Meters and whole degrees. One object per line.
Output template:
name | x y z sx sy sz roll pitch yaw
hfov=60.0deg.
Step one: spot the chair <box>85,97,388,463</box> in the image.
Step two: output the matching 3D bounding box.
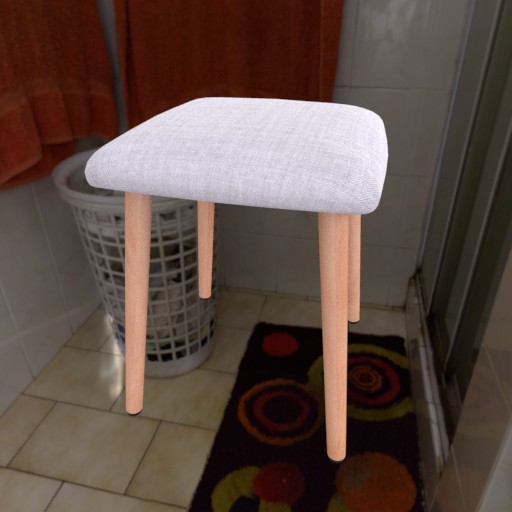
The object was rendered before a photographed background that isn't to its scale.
chair | 0.000 0.000 0.694 0.350 0.440 0.350 8 31 13
